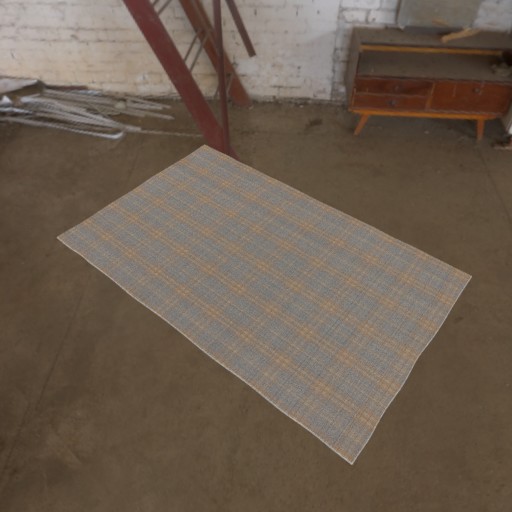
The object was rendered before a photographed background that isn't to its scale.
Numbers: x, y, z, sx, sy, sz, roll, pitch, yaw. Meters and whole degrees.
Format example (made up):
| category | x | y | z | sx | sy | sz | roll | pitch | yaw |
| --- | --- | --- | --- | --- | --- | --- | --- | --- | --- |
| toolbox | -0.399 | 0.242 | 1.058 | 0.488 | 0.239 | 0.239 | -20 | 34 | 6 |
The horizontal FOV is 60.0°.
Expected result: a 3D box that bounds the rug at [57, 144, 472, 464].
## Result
| category | x | y | z | sx | sy | sz | roll | pitch | yaw |
| --- | --- | --- | --- | --- | --- | --- | --- | --- | --- |
| rug | 0.000 | 0.000 | 3.069 | 2.460 | 0.016 | 1.545 | 31 | 54 | 25 |
